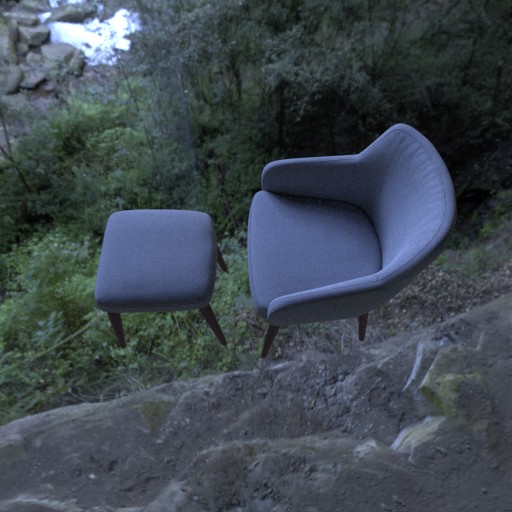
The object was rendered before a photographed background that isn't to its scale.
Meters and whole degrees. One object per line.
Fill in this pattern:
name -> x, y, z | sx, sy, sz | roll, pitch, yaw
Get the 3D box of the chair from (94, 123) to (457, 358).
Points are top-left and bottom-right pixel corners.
chair -> 0.000, 0.000, 1.566 | 1.107, 0.799, 0.584 | -1, 58, -1
